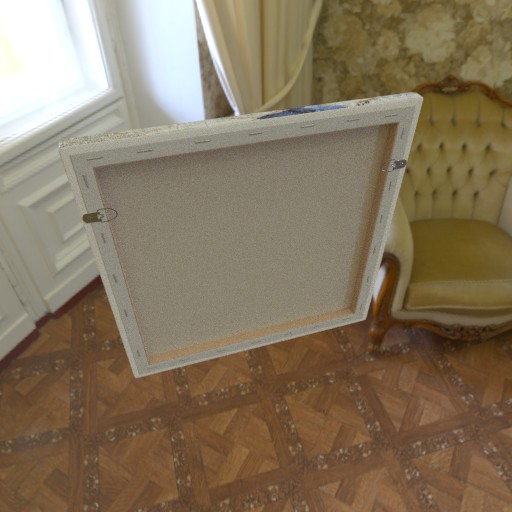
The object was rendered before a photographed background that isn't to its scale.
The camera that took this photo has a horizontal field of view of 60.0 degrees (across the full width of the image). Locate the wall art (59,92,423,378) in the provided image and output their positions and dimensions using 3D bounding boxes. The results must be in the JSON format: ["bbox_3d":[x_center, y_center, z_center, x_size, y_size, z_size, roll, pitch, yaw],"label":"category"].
[{"bbox_3d":[0.000,0.000,1.380,0.912,0.914,0.039,-12,44,-13],"label":"wall art"}]
